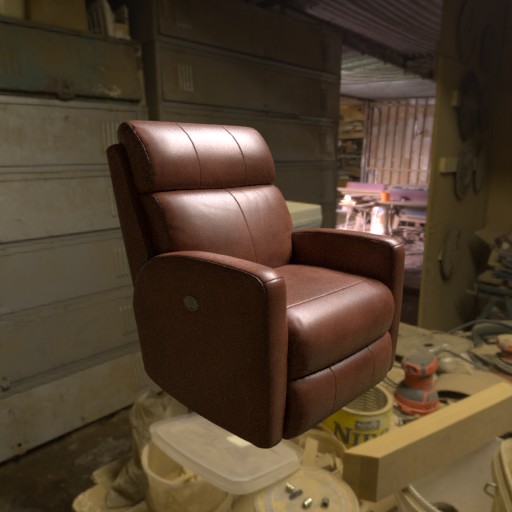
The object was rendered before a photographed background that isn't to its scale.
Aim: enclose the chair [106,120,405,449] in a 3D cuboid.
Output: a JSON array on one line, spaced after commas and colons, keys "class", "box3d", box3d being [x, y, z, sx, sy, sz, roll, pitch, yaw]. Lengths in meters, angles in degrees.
[{"class": "chair", "box3d": [0.000, 0.000, 1.709, 0.787, 1.016, 0.939, -12, 18, -43]}]
